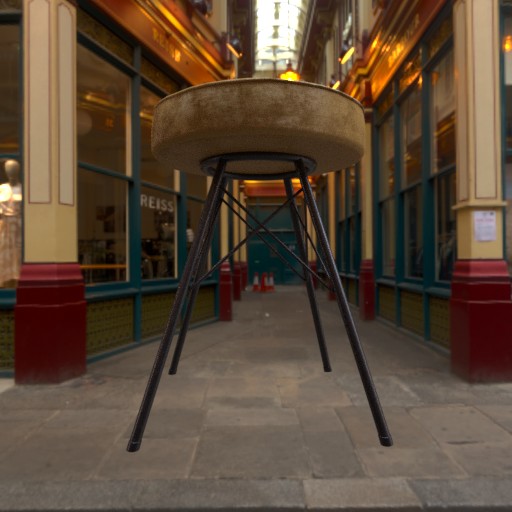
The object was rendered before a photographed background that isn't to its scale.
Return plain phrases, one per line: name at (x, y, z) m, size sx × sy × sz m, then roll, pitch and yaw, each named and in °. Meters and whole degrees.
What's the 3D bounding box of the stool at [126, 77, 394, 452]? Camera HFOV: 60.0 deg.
stool at (0.000, 0.000, 0.910) m, size 0.438 × 0.595 × 0.472 m, roll 0°, pitch 0°, yaw -1°
